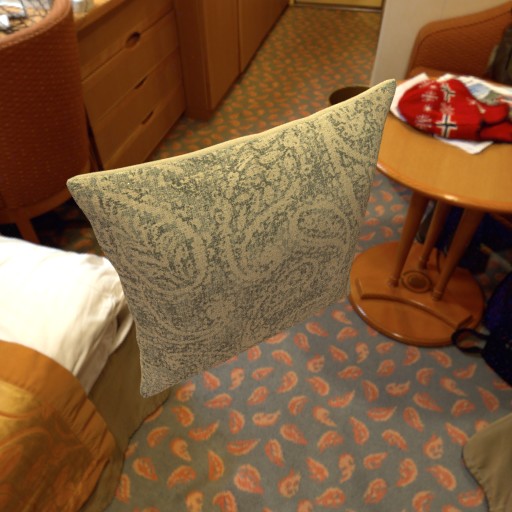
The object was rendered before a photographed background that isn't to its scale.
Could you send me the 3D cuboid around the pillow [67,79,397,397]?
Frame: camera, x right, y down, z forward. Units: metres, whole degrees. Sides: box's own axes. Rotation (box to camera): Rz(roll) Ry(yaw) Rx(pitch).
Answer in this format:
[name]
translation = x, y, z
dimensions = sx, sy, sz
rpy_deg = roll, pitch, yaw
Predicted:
[pillow]
translation = 0.000, 0.000, 0.781
dimensions = 0.523, 0.510, 0.166
rpy_deg = -24, 50, -21
